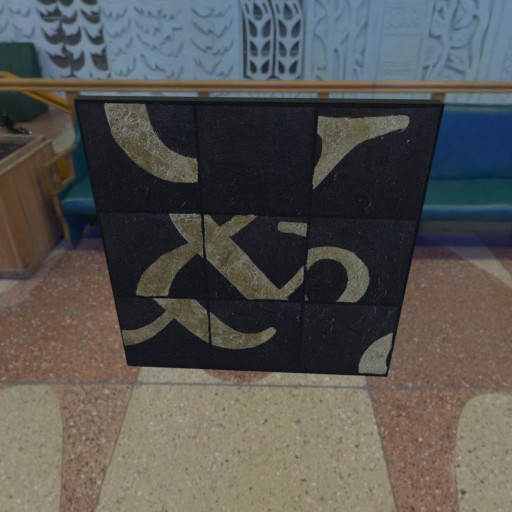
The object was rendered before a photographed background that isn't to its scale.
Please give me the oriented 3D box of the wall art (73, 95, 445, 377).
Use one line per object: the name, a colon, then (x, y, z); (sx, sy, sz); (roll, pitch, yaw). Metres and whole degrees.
wall art: (0.000, 0.000, 1.115); (0.758, 0.758, 0.044); (2, 31, 3)
